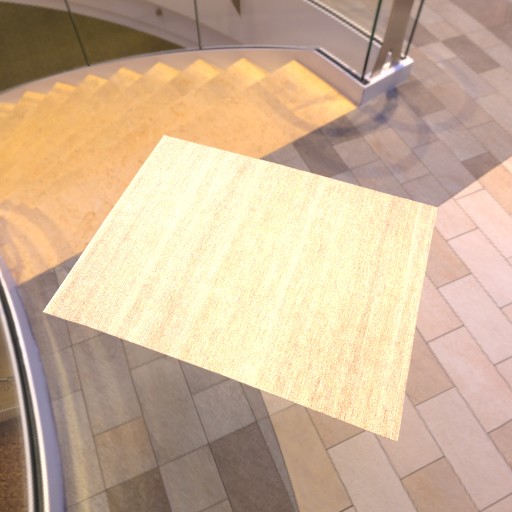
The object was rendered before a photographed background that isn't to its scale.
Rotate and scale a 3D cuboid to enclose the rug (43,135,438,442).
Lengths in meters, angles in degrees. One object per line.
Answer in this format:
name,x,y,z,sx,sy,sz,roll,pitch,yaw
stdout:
rug,0.000,0.000,4.355,3.245,0.046,2.467,17,59,11
